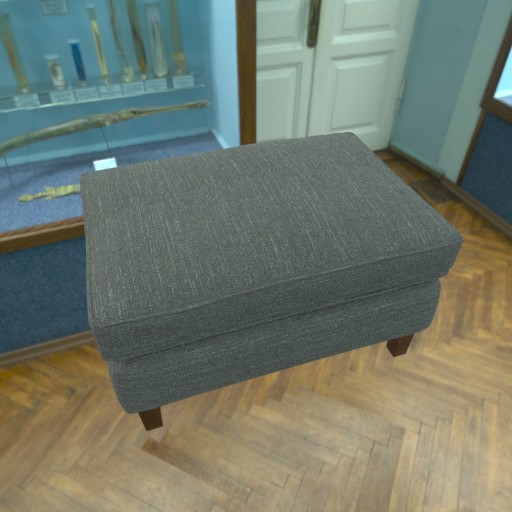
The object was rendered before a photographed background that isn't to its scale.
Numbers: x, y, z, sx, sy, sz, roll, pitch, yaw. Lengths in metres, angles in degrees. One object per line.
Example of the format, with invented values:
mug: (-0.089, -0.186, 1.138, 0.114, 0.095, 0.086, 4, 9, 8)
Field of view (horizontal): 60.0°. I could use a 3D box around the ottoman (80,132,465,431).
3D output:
ottoman: (0.000, 0.000, 0.991, 0.686, 0.406, 0.508, -12, 43, -14)
